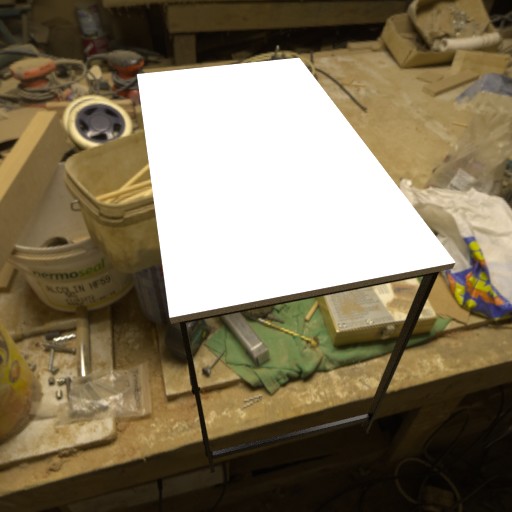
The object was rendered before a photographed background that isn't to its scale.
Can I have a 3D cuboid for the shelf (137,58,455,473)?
[{"bbox_3d":[0.000,0.000,1.306,0.498,0.750,0.902,-10,47,-9],"label":"shelf"}]
